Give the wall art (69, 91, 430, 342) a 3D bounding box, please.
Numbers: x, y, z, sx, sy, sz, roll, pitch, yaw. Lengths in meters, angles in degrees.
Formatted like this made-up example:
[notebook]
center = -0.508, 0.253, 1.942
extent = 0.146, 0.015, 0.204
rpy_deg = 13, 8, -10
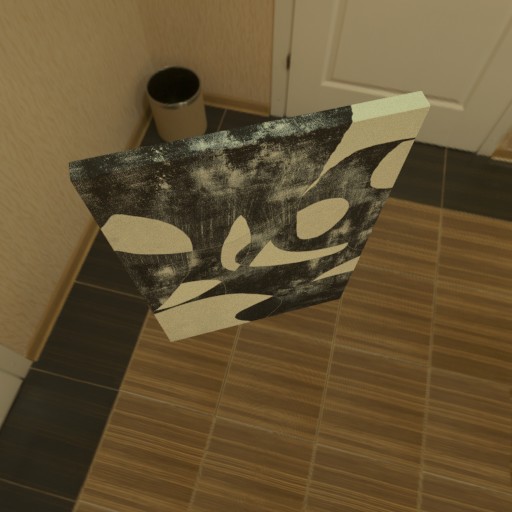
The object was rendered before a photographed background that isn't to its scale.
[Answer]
[wall art]
center = 0.000, 0.000, 1.143
extent = 0.610, 0.915, 0.041
rpy_deg = -13, 64, -7
